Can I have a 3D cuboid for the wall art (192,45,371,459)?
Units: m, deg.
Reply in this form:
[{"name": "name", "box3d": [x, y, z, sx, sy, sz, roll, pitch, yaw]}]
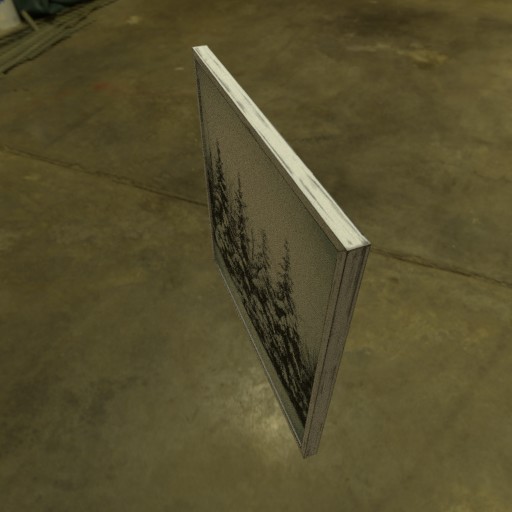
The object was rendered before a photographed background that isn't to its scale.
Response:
[{"name": "wall art", "box3d": [0.000, 0.000, 1.121, 0.037, 0.761, 0.761, -16, 48, -15]}]
